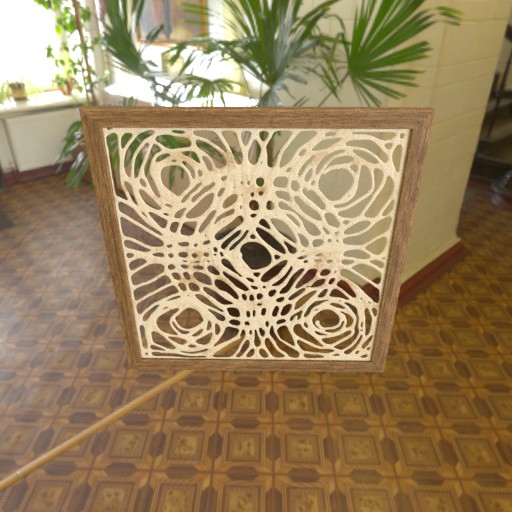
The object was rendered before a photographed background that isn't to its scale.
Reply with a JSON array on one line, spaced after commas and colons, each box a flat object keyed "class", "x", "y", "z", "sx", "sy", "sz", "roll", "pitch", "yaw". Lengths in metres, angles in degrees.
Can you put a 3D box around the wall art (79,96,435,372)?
[{"class": "wall art", "x": 0.000, "y": 0.000, "z": 0.842, "sx": 0.561, "sy": 0.576, "sz": 0.021, "roll": 1, "pitch": 30, "yaw": 1}]
